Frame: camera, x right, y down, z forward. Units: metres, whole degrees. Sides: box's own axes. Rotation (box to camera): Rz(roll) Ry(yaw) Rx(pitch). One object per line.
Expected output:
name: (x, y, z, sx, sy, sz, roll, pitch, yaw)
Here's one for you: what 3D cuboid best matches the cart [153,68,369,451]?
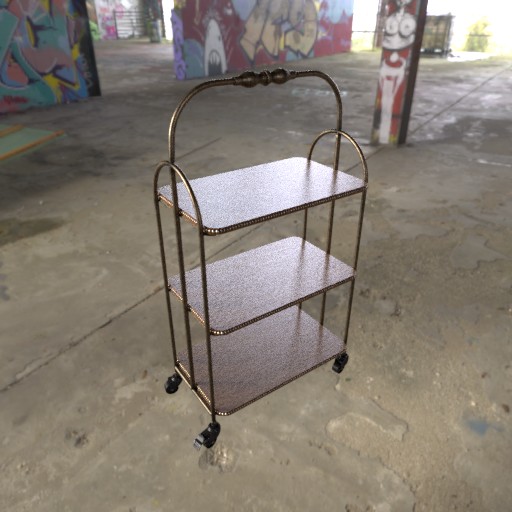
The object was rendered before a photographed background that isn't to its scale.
cart: (0.000, 0.000, 1.352, 0.650, 1.052, 0.330, -19, 35, -30)
